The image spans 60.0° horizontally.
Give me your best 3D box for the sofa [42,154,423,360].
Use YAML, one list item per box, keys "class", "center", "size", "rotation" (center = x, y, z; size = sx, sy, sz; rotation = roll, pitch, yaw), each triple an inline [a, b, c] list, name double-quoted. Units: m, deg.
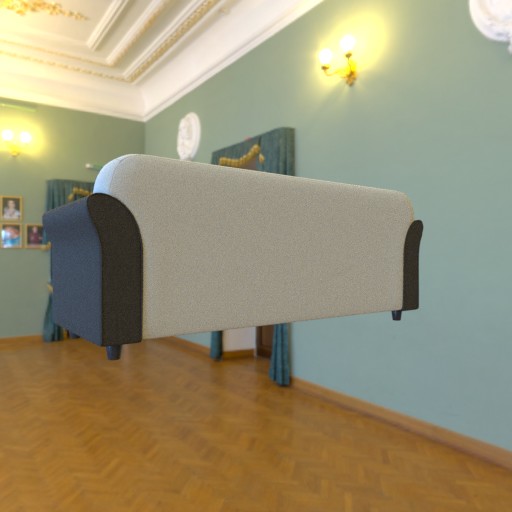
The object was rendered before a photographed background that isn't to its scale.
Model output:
- class: "sofa"
  center: [0.000, 0.000, 2.418]
  size: [2.001, 0.787, 0.755]
  rotation: [0, 0, -36]
